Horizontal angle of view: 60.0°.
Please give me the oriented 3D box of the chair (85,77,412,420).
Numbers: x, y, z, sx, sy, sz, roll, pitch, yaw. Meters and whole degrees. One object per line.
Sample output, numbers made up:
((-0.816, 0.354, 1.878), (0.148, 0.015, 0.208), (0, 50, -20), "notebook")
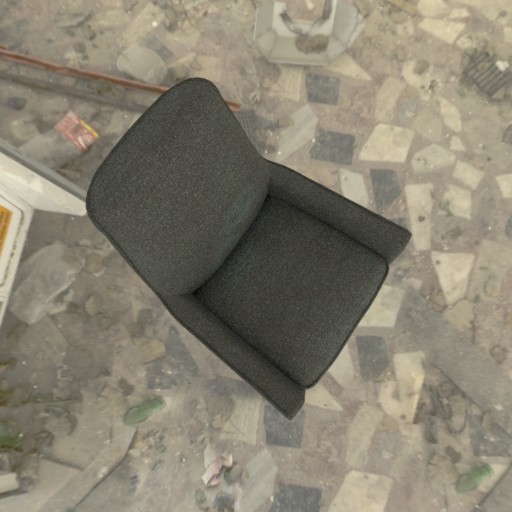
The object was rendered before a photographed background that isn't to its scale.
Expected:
((0.000, 0.000, 1.554), (0.859, 0.883, 0.763), (35, 79, 8), "chair")
